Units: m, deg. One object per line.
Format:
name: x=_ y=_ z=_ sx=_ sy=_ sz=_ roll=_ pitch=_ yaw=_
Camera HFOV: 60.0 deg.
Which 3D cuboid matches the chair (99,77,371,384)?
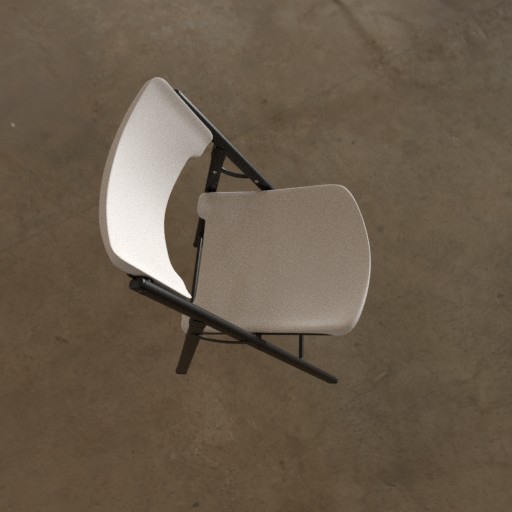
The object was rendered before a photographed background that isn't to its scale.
chair: x=0.000 y=0.000 z=1.150 sx=0.577 sy=0.765 sz=0.482 roll=3 pitch=63 yaw=1
